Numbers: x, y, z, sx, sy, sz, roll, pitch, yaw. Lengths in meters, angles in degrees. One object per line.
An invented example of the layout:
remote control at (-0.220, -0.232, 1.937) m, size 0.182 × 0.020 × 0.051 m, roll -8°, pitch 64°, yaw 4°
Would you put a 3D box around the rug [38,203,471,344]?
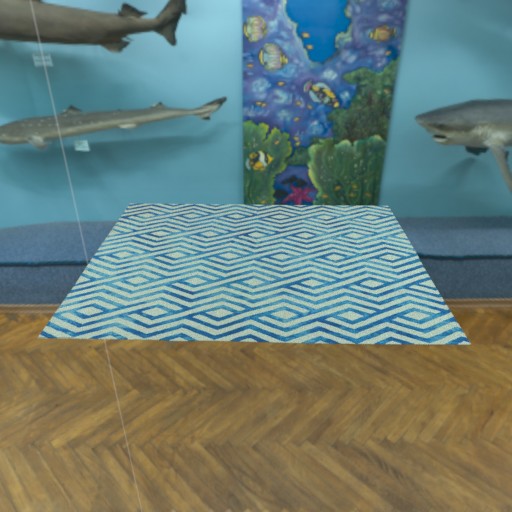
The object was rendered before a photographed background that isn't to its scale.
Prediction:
rug at (0.000, 0.000, 4.181) m, size 3.059 × 0.008 × 2.453 m, roll 1°, pitch 30°, yaw 1°
